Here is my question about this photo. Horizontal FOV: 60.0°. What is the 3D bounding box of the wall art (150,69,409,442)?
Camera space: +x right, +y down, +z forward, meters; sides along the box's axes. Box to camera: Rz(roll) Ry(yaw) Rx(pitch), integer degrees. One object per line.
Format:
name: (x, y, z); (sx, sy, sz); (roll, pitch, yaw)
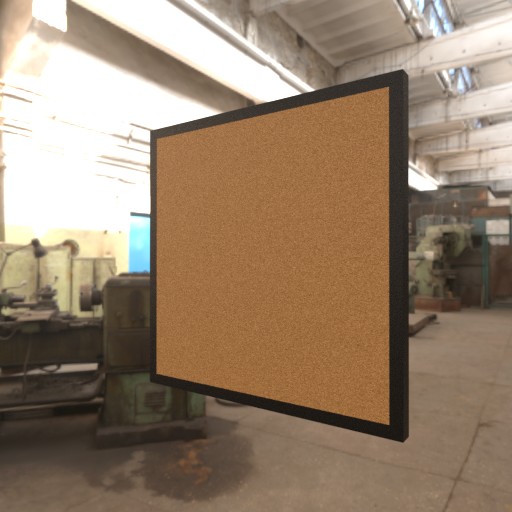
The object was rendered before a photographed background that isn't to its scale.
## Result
wall art: (0.000, 0.000, 1.139); (0.762, 0.762, 0.038); (0, 0, 35)
